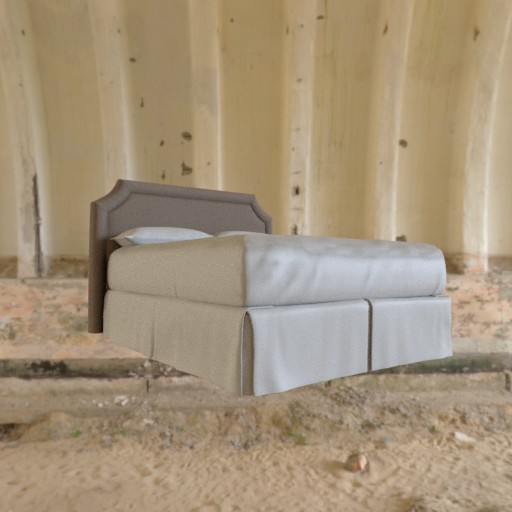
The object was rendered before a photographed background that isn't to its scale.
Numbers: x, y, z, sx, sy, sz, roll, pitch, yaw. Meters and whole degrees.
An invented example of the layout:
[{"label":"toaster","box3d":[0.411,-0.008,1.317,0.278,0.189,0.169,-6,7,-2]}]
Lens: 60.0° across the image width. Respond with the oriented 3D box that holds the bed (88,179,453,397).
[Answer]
[{"label":"bed","box3d":[0.000,0.000,3.244,1.828,1.303,2.164,1,-2,-35]}]
